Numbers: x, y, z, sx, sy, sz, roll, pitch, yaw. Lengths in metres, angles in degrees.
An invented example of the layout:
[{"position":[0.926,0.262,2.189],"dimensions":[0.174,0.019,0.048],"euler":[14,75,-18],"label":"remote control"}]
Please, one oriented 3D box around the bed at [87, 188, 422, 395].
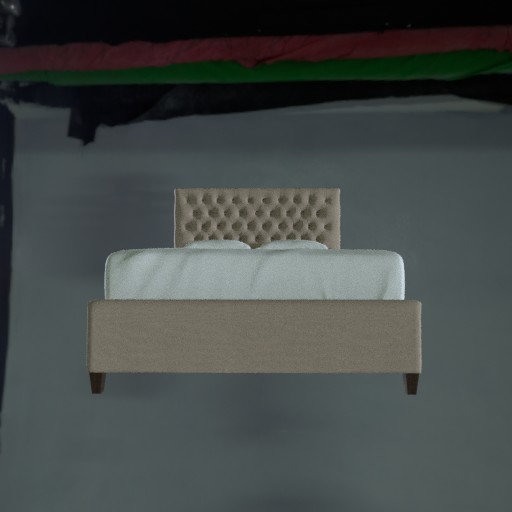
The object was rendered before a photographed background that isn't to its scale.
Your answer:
[{"position":[0.000,0.000,3.390],"dimensions":[1.698,1.427,2.387],"euler":[0,-1,1],"label":"bed"}]
